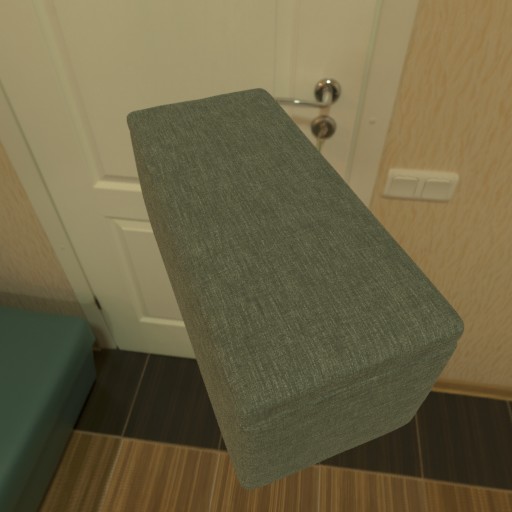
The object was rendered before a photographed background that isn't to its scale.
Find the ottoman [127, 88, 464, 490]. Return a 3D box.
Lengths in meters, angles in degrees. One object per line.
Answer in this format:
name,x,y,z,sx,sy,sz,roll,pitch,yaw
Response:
ottoman,0.000,0.000,1.079,0.419,0.432,0.902,-16,49,-14
